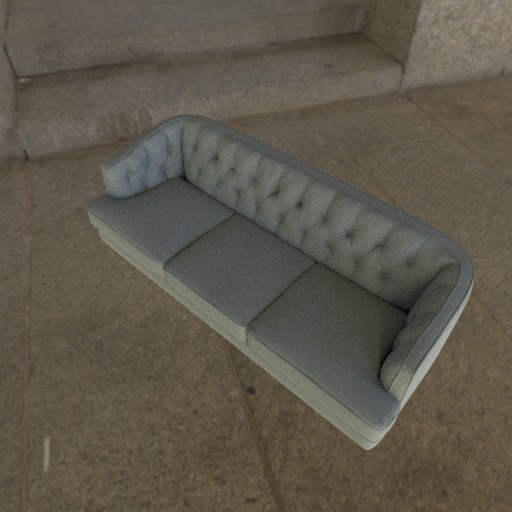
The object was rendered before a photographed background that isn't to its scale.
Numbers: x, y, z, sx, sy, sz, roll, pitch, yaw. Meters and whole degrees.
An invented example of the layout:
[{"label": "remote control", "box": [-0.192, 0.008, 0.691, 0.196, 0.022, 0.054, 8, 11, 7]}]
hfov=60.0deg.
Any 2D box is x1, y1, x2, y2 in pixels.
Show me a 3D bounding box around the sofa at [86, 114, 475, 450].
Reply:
[{"label": "sofa", "box": [0.000, 0.000, 2.674, 2.278, 0.855, 0.941, 33, 55, 27]}]
